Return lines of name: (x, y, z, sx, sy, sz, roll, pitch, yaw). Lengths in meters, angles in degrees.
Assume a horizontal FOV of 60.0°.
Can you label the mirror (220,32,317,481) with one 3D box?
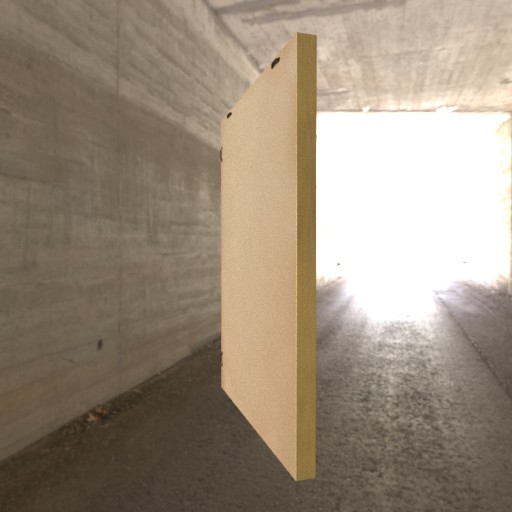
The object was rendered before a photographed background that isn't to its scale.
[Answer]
mirror: (0.000, 0.000, 0.946, 0.040, 0.710, 0.507, 0, 1, -18)
